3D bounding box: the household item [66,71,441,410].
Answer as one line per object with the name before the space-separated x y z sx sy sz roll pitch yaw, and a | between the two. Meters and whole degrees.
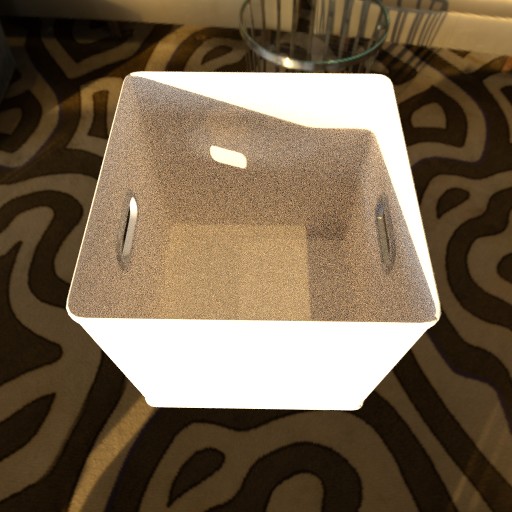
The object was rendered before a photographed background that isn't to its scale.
household item | 0.000 0.000 0.554 0.305 0.305 0.305 1 59 0
